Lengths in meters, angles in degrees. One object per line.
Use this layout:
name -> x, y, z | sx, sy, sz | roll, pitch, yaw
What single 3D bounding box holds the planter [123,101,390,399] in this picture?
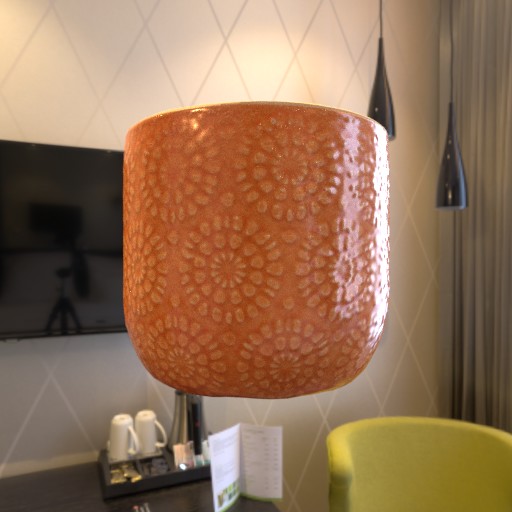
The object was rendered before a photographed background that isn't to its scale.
planter -> 0.000, 0.000, 0.287 | 0.170, 0.152, 0.170 | 0, 0, 0
